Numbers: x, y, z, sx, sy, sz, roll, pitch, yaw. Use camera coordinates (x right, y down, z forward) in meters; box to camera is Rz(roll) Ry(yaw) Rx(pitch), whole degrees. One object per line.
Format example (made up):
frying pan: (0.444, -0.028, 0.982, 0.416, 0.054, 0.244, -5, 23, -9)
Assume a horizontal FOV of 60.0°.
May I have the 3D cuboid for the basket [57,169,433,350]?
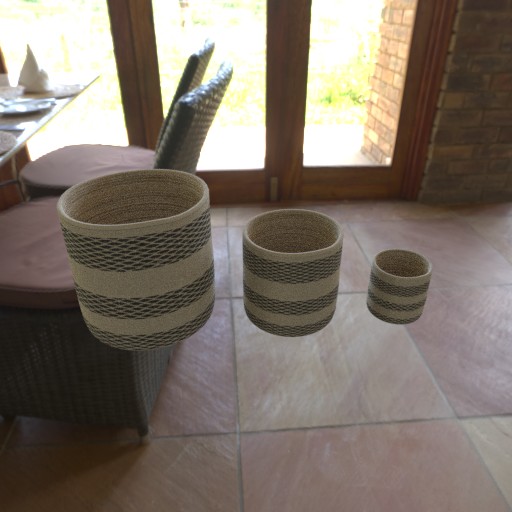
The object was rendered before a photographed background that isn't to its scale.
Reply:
basket: (0.000, 0.000, 1.136, 0.917, 0.356, 0.351, -1, 30, -1)
